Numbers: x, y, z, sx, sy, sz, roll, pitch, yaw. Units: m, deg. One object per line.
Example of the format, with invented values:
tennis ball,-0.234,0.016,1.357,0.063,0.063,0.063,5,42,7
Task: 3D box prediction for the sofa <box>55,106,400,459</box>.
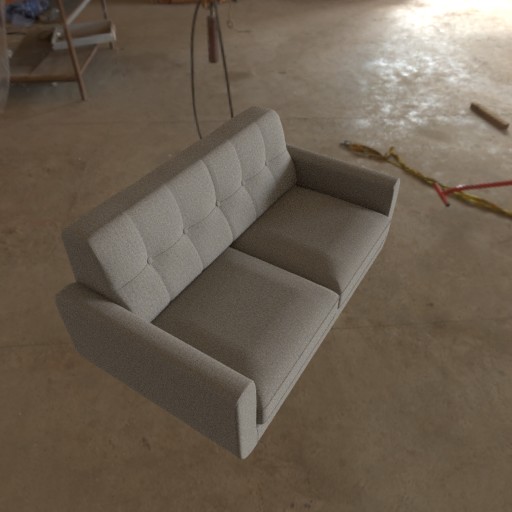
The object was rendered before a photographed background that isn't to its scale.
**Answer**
sofa,0.000,0.000,2.257,0.952,0.925,1.651,23,47,23
